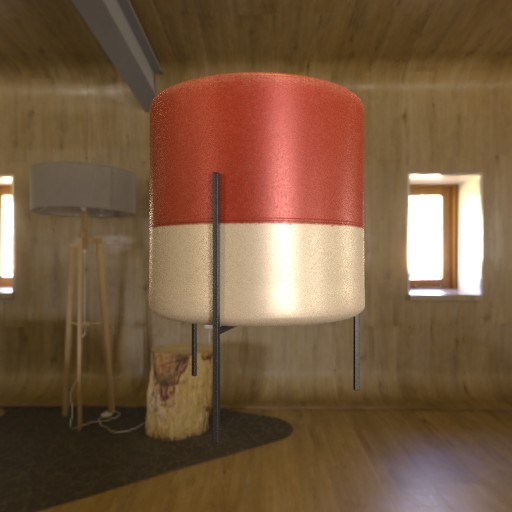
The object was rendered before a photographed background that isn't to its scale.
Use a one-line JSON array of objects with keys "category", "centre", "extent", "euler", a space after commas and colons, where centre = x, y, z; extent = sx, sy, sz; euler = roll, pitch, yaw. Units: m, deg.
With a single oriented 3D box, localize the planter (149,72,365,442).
[{"category": "planter", "centre": [0.000, 0.000, 0.723], "extent": [0.345, 0.465, 0.354], "euler": [0, 0, 17]}]
